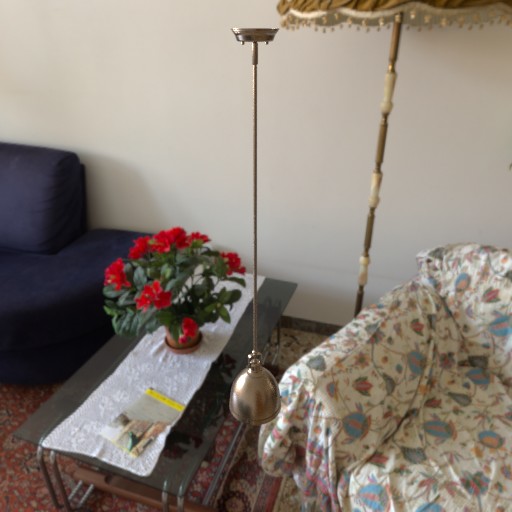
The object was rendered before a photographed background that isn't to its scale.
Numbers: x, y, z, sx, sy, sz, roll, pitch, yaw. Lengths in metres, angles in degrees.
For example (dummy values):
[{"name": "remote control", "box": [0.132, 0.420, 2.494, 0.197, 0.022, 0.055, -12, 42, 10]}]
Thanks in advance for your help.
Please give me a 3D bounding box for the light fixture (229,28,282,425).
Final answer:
[{"name": "light fixture", "box": [0.000, 0.000, 1.497, 0.217, 1.367, 0.211, -8, 29, -16]}]
